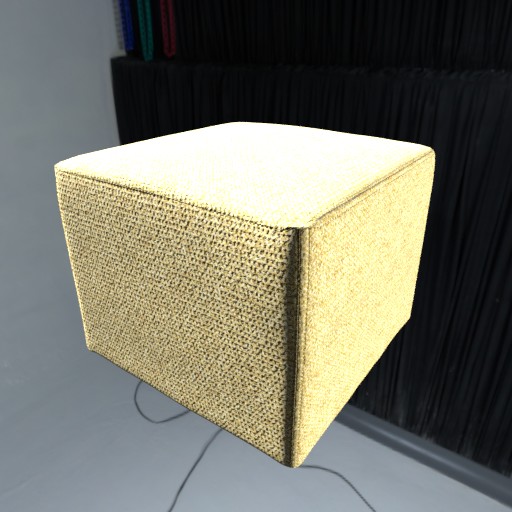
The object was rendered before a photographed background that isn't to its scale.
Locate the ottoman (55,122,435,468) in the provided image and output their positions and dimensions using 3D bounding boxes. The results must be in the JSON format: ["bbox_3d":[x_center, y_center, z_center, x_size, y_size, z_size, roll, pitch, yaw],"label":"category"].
[{"bbox_3d":[0.000,0.000,0.871,0.505,0.441,0.512,17,31,32],"label":"ottoman"}]
